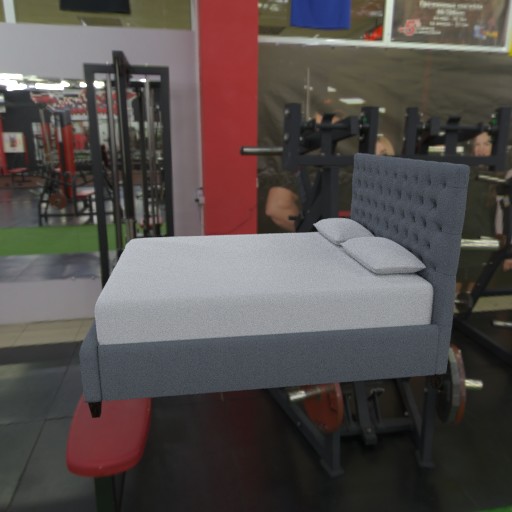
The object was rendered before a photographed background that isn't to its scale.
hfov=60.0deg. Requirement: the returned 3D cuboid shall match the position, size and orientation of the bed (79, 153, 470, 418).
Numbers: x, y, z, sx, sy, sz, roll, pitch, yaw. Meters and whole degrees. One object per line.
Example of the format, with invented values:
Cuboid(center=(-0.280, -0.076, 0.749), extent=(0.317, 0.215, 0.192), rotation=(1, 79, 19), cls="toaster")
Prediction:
Cuboid(center=(0.000, 0.000, 3.315), extent=(2.231, 1.427, 1.698), rotation=(-2, 16, -8), cls="bed")
